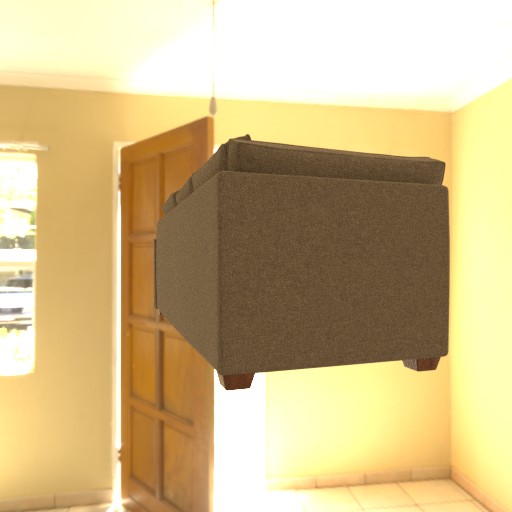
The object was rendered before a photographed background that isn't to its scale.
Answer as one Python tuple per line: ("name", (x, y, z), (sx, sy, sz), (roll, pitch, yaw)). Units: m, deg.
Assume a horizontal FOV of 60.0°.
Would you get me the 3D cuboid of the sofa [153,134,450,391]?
("sofa", (0.000, 0.000, 2.772), (1.061, 0.962, 2.317), (0, 0, -18))
